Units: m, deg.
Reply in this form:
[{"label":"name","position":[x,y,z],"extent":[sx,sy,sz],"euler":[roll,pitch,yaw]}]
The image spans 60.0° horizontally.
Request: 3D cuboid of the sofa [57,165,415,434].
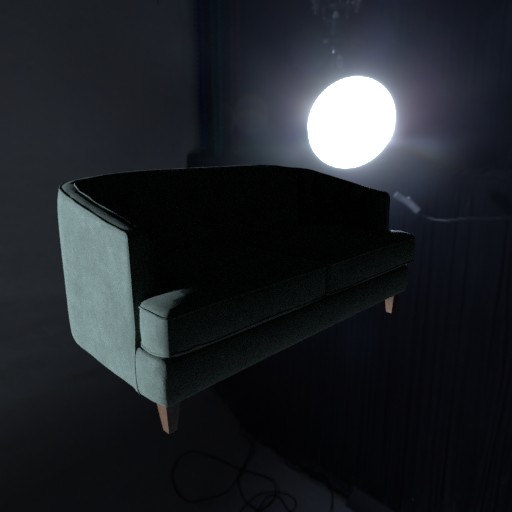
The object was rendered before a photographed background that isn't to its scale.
[{"label":"sofa","position":[0.000,0.000,2.248],"extent":[0.941,0.855,1.733],"euler":[14,20,43]}]
